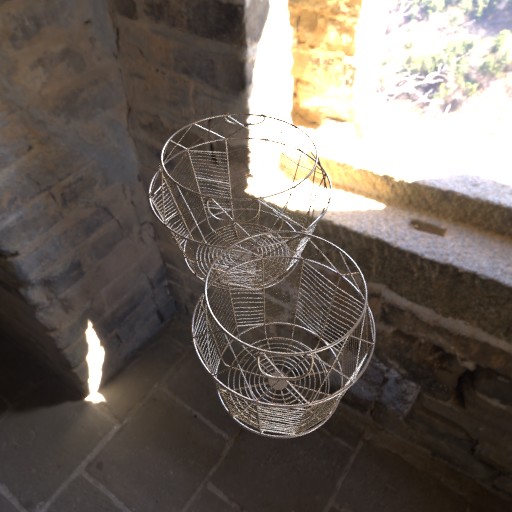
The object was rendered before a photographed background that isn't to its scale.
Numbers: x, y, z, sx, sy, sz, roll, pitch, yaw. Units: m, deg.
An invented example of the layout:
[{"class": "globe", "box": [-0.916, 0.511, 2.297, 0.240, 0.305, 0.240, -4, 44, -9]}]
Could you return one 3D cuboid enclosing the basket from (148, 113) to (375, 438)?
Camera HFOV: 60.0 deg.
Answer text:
[{"class": "basket", "box": [0.000, 0.000, 1.030, 0.451, 0.343, 0.805, -9, 46, -9]}]
